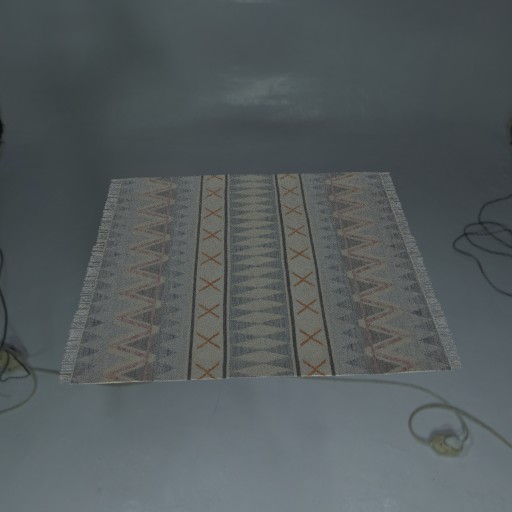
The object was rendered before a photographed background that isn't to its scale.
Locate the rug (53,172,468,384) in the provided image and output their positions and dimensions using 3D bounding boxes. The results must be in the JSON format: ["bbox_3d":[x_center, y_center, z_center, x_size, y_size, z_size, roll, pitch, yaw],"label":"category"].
[{"bbox_3d":[0.000,0.000,3.979,3.000,0.012,2.371,-2,48,-2],"label":"rug"}]
